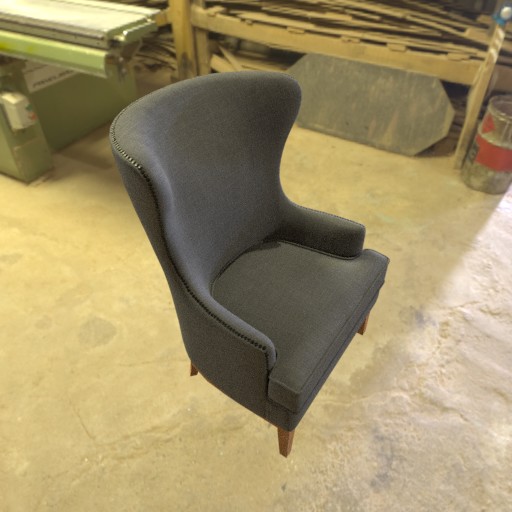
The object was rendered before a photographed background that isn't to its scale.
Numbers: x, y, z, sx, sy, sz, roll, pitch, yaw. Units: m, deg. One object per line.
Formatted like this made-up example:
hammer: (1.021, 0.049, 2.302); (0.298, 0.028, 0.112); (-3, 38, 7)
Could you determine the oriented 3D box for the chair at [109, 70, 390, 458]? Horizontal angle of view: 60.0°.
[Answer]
chair: (0.000, 0.000, 1.796); (0.883, 1.176, 0.864); (24, 46, 25)
